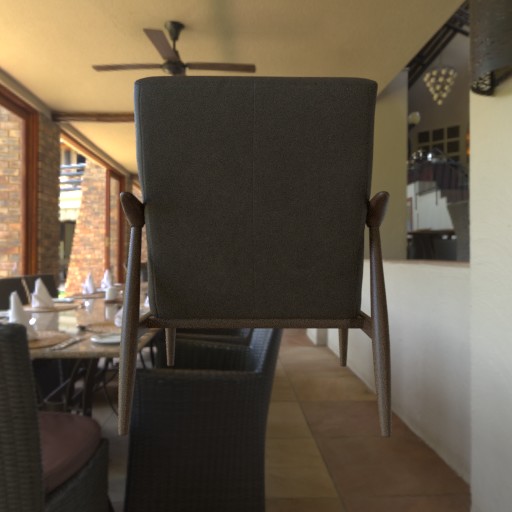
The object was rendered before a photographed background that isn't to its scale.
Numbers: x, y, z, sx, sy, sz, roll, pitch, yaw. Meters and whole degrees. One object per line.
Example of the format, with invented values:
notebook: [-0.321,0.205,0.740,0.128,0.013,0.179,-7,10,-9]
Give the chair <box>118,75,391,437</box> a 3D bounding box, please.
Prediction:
chair: [0.000,0.000,1.385,0.741,0.831,0.798,0,0,1]
